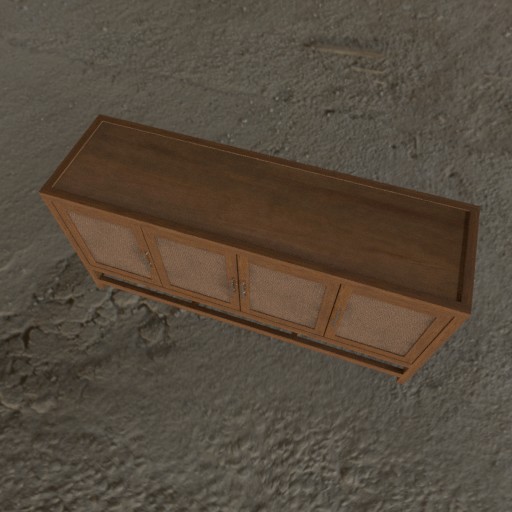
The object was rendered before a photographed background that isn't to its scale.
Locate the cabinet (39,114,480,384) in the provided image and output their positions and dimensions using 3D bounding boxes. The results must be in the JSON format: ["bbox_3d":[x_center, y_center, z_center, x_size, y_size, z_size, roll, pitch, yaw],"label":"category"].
[{"bbox_3d":[0.000,0.000,2.122,1.708,0.820,0.522,16,59,10],"label":"cabinet"}]
